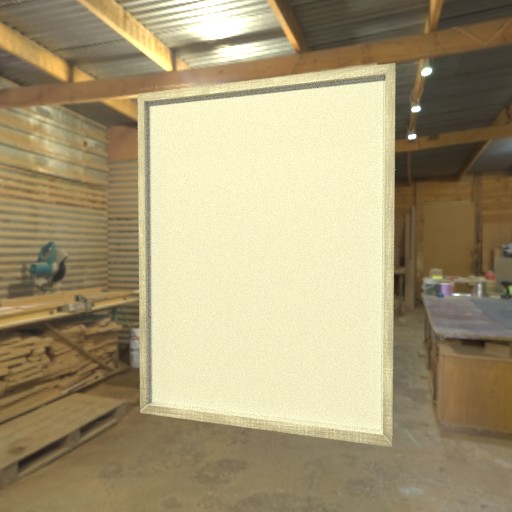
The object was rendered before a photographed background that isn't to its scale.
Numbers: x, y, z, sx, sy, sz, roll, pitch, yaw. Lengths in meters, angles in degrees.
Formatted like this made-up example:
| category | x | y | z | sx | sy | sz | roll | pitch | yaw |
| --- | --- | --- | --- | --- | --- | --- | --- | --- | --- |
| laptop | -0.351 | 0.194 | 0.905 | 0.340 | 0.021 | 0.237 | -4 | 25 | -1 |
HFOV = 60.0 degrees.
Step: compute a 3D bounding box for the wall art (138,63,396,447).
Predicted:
| category | x | y | z | sx | sy | sz | roll | pitch | yaw |
| --- | --- | --- | --- | --- | --- | --- | --- | --- | --- |
| wall art | 0.000 | 0.000 | 1.312 | 0.781 | 1.022 | 0.035 | 0 | 2 | 18 |
